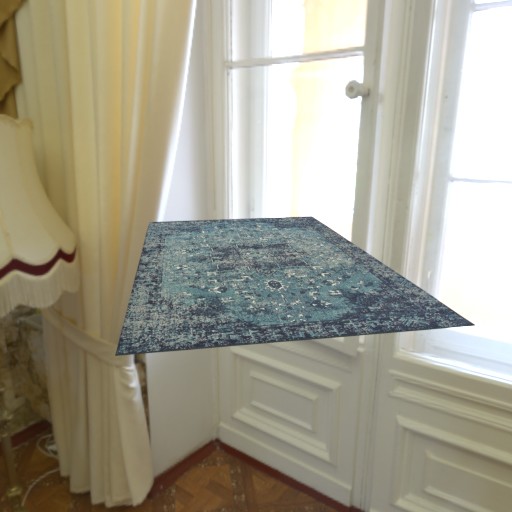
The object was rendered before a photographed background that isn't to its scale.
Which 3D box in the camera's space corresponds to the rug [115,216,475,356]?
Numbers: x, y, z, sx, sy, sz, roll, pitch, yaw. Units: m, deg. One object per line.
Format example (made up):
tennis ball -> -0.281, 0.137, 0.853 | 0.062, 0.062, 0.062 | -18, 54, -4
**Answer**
rug -> 0.000, 0.000, 2.965 | 1.525, 0.007, 2.440 | -3, 17, -10
